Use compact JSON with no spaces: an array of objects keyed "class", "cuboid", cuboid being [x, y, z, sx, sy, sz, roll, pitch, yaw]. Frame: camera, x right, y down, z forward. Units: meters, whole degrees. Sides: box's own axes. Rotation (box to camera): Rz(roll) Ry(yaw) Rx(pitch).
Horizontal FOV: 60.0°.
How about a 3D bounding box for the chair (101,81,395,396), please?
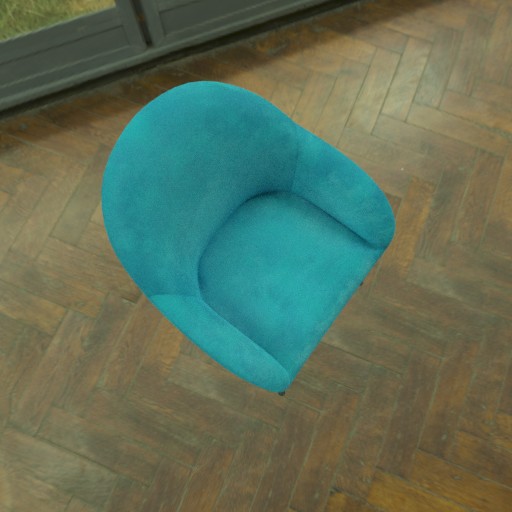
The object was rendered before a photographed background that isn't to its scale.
[{"class":"chair","cuboid":[0.000,0.000,1.183,0.590,0.795,0.550,36,77,9]}]
